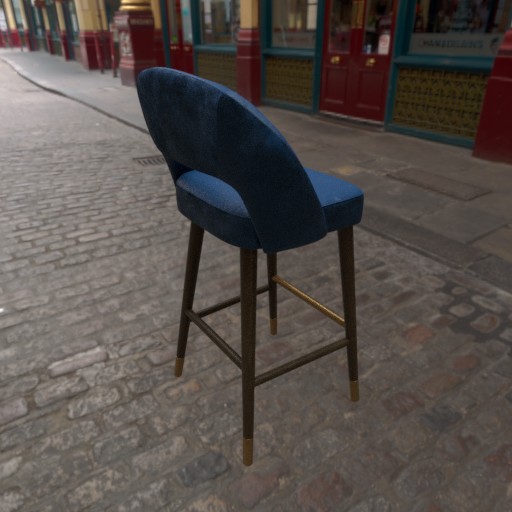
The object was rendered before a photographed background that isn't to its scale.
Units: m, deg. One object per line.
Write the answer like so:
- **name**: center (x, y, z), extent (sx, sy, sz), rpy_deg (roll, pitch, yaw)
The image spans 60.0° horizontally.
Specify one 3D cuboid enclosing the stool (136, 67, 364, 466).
- **stool**: center (0.000, 0.000, 1.277), extent (0.515, 1.016, 0.514), rpy_deg (-17, 31, -31)
